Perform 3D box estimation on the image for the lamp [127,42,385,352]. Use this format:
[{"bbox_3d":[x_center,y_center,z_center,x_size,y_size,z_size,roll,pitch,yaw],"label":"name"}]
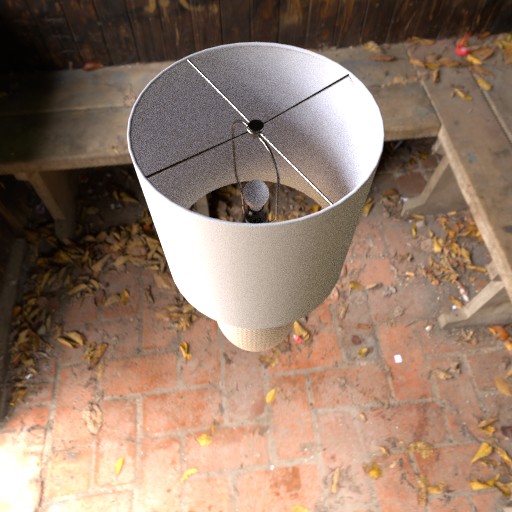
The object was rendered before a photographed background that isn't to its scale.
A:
[{"bbox_3d":[0.000,0.000,0.571,0.217,0.453,0.217,-32,64,-17],"label":"lamp"}]
